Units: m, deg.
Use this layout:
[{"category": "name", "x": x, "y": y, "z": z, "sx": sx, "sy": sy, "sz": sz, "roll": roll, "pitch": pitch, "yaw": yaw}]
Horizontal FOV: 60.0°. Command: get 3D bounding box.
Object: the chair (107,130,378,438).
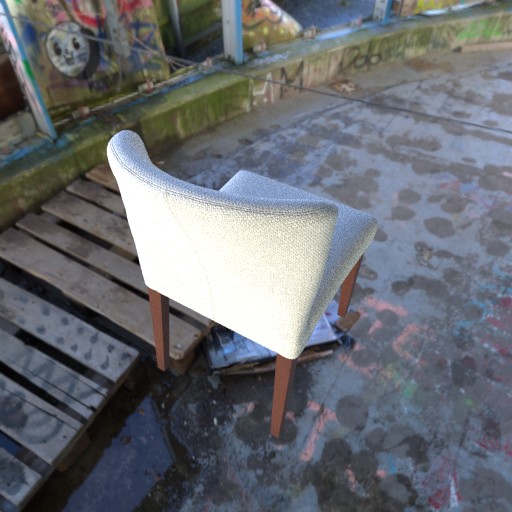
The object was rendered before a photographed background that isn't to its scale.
[{"category": "chair", "x": 0.000, "y": 0.000, "z": 1.187, "sx": 0.491, "sy": 0.839, "sz": 0.589, "roll": 23, "pitch": 51, "yaw": 21}]
